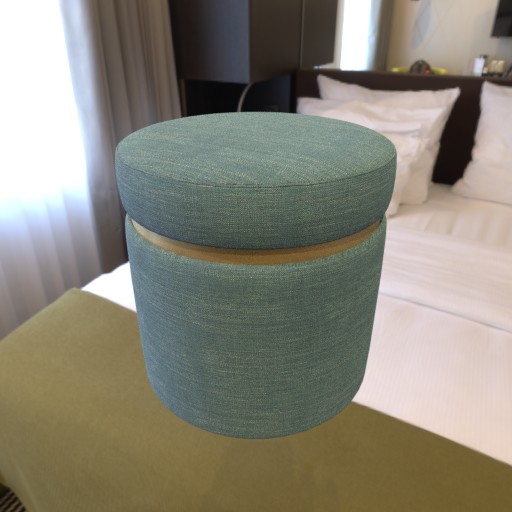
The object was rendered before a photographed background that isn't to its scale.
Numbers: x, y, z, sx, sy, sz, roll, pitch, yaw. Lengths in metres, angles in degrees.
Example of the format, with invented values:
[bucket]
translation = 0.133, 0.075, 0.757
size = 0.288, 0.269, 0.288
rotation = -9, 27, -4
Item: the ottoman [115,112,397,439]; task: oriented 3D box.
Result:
[ottoman]
translation = 0.000, 0.000, 0.725
size = 0.398, 0.406, 0.398
rotation = 0, 28, 0
